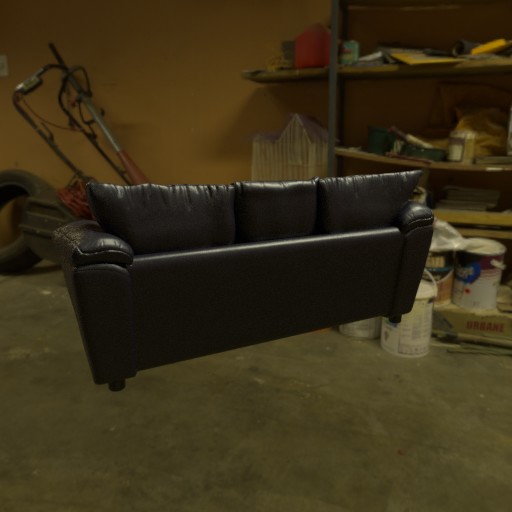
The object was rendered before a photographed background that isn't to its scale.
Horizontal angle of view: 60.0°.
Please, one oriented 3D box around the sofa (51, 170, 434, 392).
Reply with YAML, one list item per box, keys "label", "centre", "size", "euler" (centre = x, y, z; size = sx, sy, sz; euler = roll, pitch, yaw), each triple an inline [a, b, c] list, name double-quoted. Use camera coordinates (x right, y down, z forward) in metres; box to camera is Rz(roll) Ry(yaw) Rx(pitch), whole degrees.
- label: "sofa"
  centre: [0.000, 0.000, 2.849]
  size: [2.336, 1.073, 0.880]
  euler: [-7, 17, -26]
